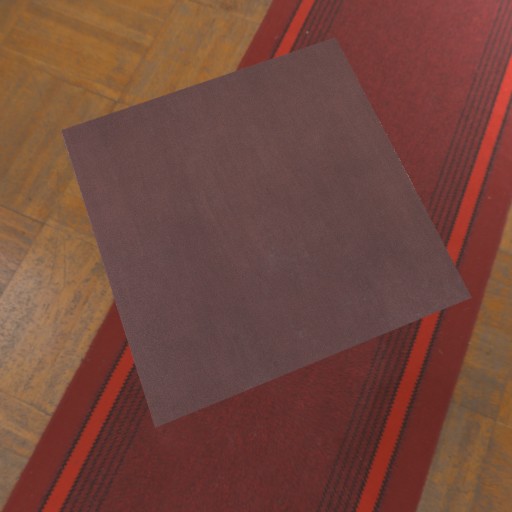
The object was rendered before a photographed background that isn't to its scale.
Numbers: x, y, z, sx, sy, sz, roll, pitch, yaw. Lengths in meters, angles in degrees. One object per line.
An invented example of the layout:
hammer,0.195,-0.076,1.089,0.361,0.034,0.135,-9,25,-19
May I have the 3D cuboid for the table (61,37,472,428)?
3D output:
table,0.000,0.000,1.687,0.861,0.991,0.861,-21,76,-5
